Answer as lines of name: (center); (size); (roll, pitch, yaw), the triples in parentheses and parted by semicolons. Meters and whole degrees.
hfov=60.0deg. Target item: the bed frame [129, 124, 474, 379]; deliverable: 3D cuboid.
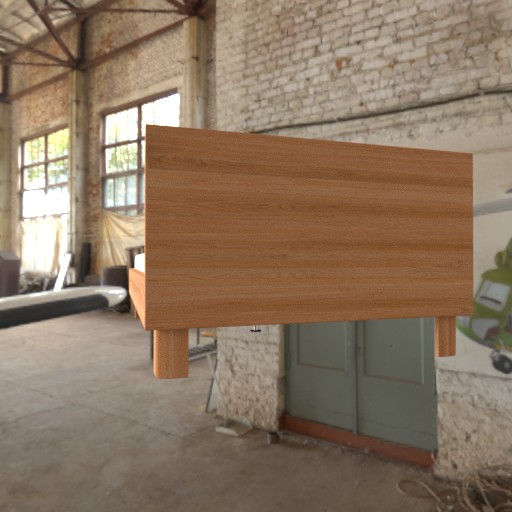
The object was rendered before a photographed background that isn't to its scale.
bed frame: (0.000, 0.000, 2.770); (1.472, 0.940, 1.992); (0, 0, -18)
